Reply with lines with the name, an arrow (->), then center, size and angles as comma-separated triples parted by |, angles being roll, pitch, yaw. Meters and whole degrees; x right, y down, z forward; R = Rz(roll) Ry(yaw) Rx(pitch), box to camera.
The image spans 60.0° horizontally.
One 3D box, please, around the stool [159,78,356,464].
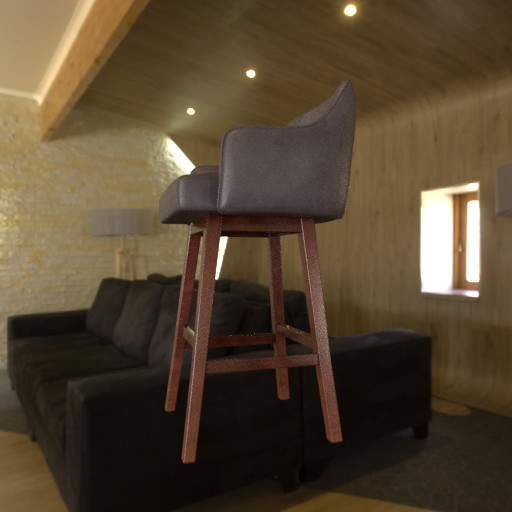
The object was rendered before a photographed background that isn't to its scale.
stool -> 0.000, 0.000, 1.382 | 0.560, 1.041, 0.550 | 0, 0, -18
